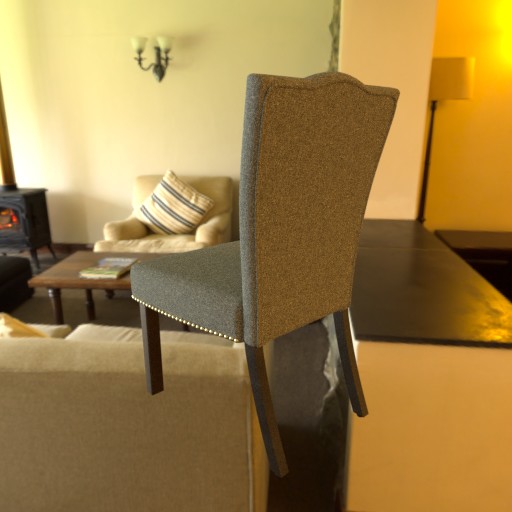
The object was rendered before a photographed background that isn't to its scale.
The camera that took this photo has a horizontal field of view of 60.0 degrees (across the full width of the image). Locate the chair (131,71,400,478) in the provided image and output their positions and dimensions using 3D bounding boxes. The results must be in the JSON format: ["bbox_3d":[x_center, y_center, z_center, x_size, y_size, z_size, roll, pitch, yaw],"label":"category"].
[{"bbox_3d":[0.000,0.000,1.278,0.518,0.946,0.589,-14,22,-40],"label":"chair"}]
